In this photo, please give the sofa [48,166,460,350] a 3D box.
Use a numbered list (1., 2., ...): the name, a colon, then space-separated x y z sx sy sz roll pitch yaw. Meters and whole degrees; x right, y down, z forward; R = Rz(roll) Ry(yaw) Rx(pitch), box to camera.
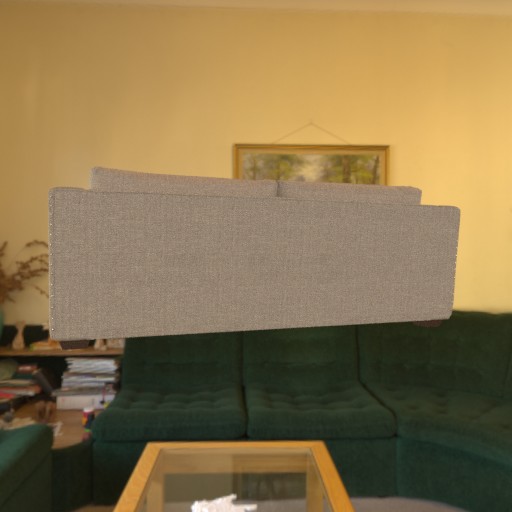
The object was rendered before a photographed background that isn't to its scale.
1. sofa: 0.000 0.000 2.698 2.208 0.857 1.000 0 0 -19
